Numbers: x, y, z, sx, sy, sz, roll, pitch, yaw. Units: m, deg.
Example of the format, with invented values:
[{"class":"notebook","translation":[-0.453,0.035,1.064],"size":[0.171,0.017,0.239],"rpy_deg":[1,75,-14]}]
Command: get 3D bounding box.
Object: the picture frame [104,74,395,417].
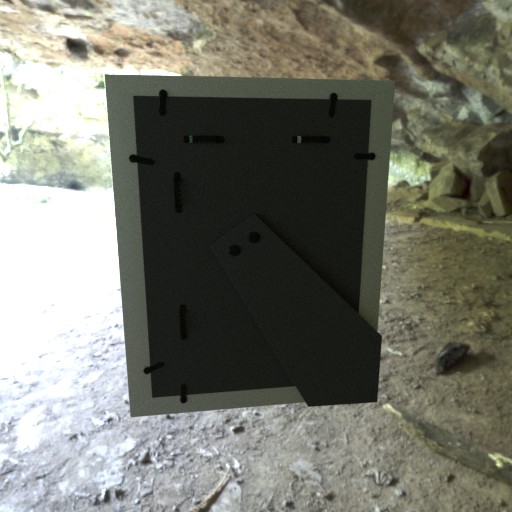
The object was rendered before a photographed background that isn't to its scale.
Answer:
[{"class":"picture frame","translation":[0.000,0.000,0.513],"size":[0.307,0.386,0.036],"rpy_deg":[-2,14,-8]}]
